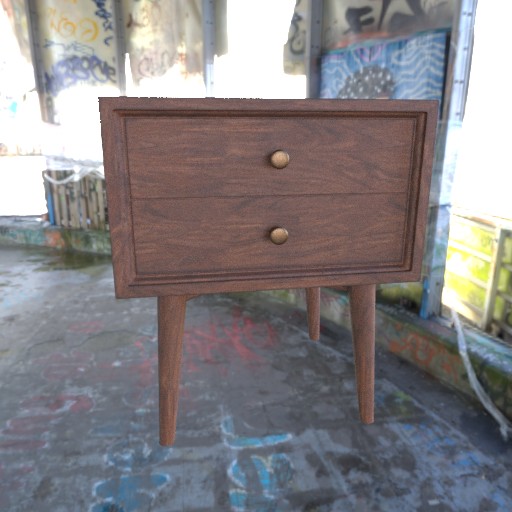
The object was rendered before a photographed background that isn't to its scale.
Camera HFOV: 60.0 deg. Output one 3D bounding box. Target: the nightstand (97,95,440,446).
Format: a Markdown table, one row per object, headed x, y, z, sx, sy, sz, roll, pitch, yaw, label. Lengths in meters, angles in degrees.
| x | y | z | sx | sy | sz | roll | pitch | yaw | label |
| --- | --- | --- | --- | --- | --- | --- | --- | --- | --- |
| 0.000 | 0.000 | 0.942 | 0.521 | 0.607 | 0.445 | -3 | 16 | -9 | nightstand |
